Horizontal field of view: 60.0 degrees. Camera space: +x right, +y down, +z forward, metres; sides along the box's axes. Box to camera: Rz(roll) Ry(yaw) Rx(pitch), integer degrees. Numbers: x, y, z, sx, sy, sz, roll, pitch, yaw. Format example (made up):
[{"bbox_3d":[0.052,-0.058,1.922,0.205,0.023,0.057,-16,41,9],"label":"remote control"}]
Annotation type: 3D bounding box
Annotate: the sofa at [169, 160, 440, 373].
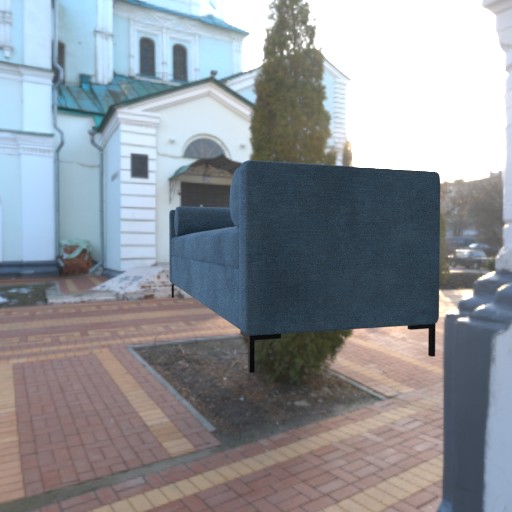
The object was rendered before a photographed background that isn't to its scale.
[{"bbox_3d":[0.000,0.000,2.324,0.686,0.635,1.981,0,1,-17],"label":"sofa"}]
